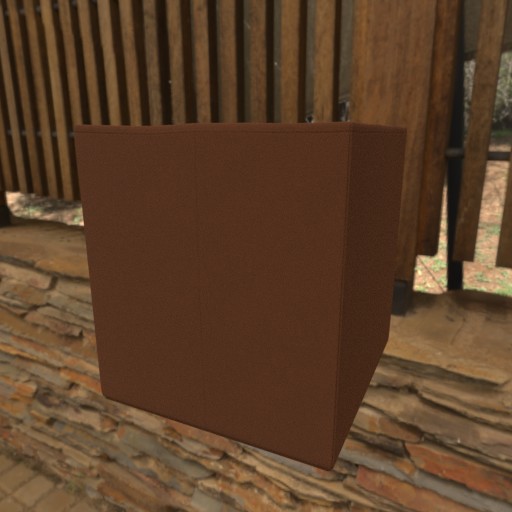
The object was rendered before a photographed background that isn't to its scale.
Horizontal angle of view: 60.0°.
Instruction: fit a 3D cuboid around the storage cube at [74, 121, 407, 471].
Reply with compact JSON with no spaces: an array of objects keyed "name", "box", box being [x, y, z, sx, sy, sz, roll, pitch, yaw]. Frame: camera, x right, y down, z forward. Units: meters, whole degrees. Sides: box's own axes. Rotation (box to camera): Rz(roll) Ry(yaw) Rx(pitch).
[{"name":"storage cube","box":[0.000,0.000,0.497,0.270,0.280,0.270,7,17,25]}]
